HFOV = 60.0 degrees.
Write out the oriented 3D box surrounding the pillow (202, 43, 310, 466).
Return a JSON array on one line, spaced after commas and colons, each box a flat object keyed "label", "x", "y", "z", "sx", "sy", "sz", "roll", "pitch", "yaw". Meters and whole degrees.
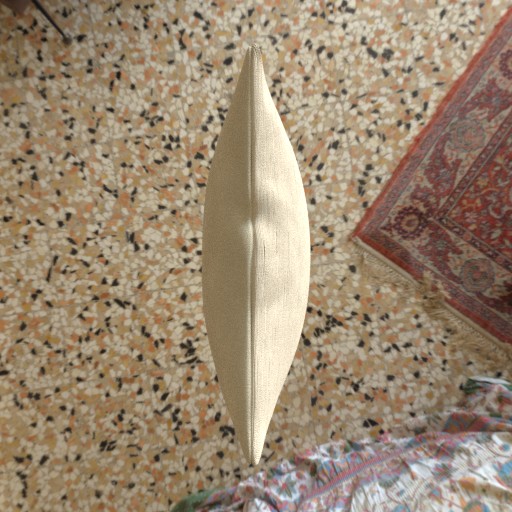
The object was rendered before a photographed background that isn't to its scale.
[{"label": "pillow", "x": 0.000, "y": 0.000, "z": 0.659, "sx": 0.162, "sy": 0.420, "sz": 0.437, "roll": 0, "pitch": 90, "yaw": 1}]
